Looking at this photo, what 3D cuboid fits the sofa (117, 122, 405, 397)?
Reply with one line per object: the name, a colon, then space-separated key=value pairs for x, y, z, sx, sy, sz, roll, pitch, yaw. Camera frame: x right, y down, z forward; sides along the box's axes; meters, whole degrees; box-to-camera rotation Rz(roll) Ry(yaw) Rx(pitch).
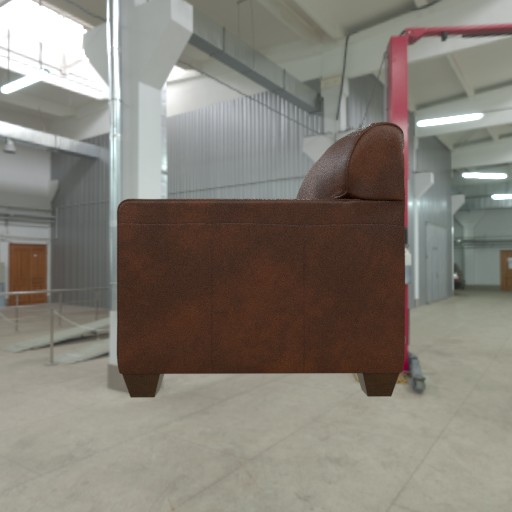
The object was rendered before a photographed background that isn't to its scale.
sofa: x=0.000 y=0.000 z=2.127 sx=1.000 sy=0.956 sz=1.413 roll=0 pitch=-1 yaw=-1
